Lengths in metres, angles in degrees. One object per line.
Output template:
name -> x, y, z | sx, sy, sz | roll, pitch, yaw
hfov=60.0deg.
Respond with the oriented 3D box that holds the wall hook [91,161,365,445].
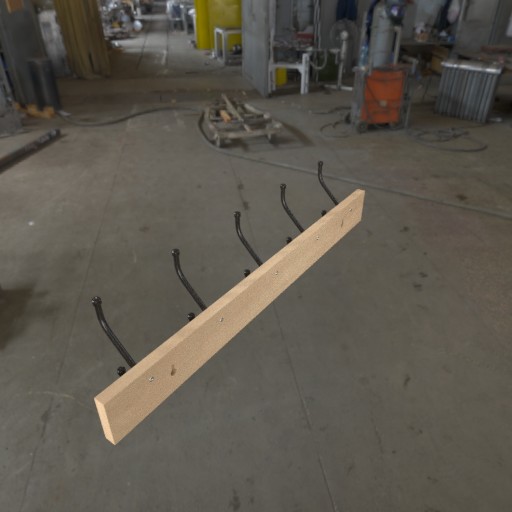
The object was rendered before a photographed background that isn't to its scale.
wall hook -> 0.000, 0.000, 0.615 | 0.071, 0.117, 0.571 | 21, 38, 29
